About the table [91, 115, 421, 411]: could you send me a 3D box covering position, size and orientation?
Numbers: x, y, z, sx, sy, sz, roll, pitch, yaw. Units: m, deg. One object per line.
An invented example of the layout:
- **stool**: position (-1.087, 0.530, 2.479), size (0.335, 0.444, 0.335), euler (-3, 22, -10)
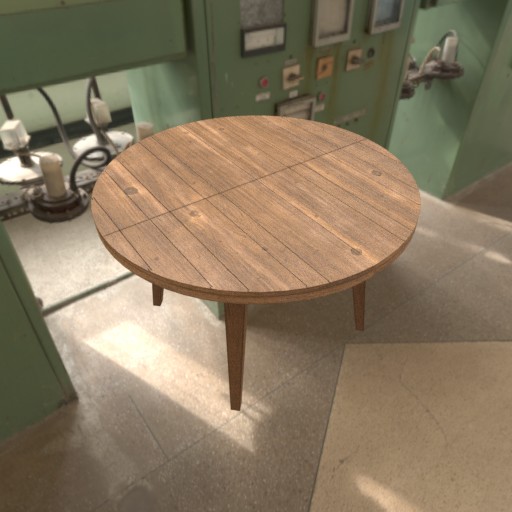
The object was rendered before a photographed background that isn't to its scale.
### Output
- **table**: position (0.000, 0.000, 1.941), size (1.213, 0.764, 1.213), euler (0, 40, 0)
